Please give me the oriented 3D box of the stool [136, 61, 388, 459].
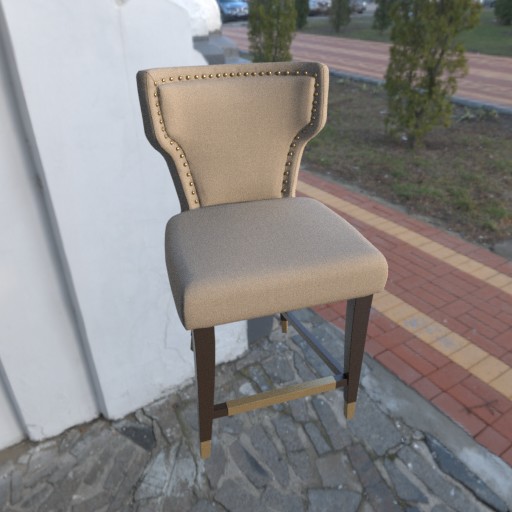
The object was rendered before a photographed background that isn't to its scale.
[{"bbox_3d":[0.000,0.000,1.282,0.527,0.982,0.563,-9,32,-15],"label":"stool"}]
